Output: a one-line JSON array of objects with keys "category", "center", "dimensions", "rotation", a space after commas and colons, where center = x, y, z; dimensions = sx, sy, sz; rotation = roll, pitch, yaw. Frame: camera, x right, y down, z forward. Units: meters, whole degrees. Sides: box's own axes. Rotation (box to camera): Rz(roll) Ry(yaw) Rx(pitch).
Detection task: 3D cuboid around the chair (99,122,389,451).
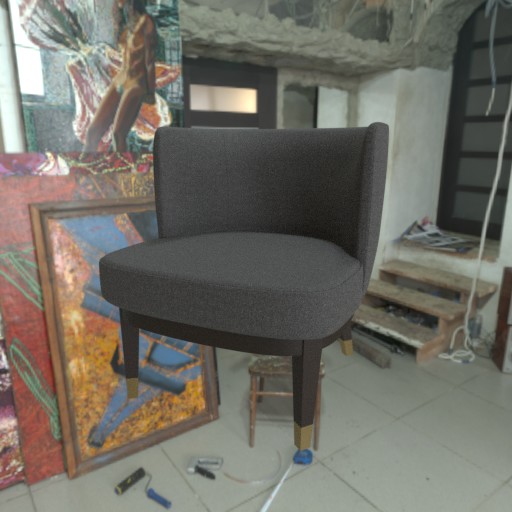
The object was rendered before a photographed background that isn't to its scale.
[{"category": "chair", "center": [0.000, 0.000, 1.217], "dimensions": [0.639, 0.695, 0.698], "rotation": [7, 15, 24]}]
